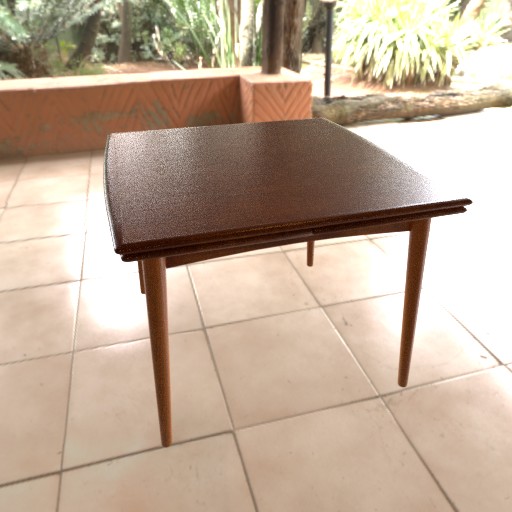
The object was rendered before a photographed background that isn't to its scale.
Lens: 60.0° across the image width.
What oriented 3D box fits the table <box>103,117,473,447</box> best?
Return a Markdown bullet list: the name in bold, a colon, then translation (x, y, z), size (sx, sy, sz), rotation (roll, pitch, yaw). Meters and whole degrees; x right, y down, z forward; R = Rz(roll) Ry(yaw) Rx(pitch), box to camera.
- **table**: translation (0.000, 0.000, 1.685), size (0.991, 0.754, 0.991), rotation (-9, 32, -14)
